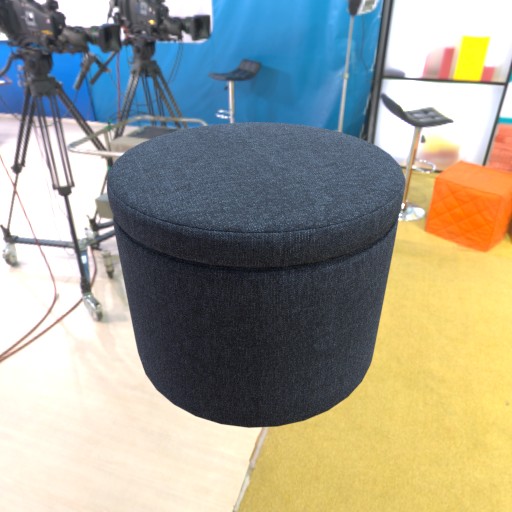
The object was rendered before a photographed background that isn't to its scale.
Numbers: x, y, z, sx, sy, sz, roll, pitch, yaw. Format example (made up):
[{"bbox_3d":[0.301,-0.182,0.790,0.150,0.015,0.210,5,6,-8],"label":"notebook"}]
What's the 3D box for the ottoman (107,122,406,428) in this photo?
[{"bbox_3d":[0.000,0.000,0.863,0.500,0.419,0.500,0,32,0],"label":"ottoman"}]
